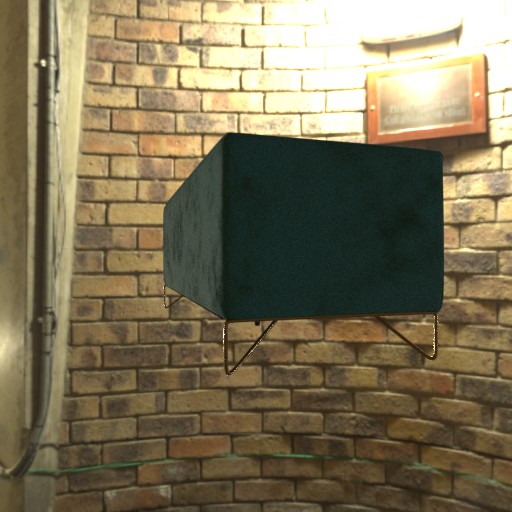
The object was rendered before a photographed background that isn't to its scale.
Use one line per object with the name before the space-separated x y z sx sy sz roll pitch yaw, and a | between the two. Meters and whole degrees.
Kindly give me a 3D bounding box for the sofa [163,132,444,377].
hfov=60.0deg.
sofa | 0.000 0.000 2.510 0.867 0.789 2.087 0 0 -17
